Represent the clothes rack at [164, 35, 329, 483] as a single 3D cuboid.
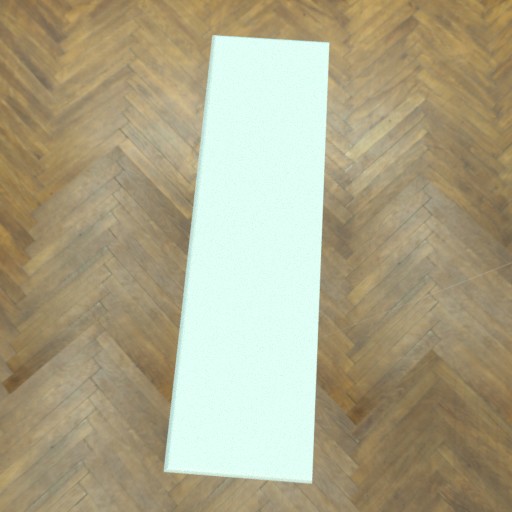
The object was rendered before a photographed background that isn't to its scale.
[{"bbox_3d":[0.000,0.000,1.342,0.324,0.531,1.120,4,76,1],"label":"clothes rack"}]
